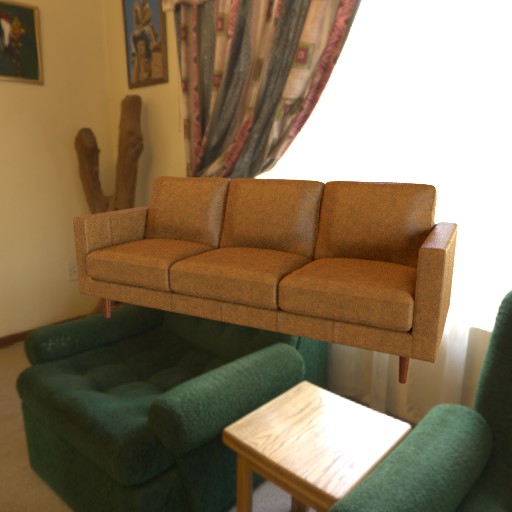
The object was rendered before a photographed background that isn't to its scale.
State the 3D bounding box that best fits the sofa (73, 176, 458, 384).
[{"bbox_3d":[0.000,0.000,2.772,2.231,0.930,0.903,6,14,26],"label":"sofa"}]
